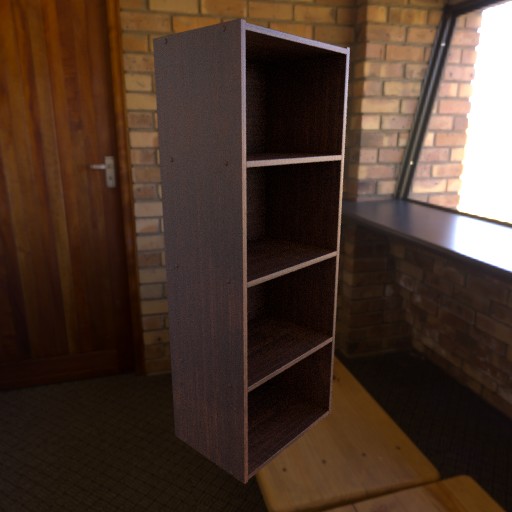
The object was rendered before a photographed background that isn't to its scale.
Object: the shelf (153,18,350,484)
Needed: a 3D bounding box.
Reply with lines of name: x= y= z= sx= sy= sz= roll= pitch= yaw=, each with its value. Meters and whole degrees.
shelf: x=0.000 y=0.000 z=1.250 sx=0.290 sy=1.099 sz=0.415 roll=13 pitch=20 yaw=40
